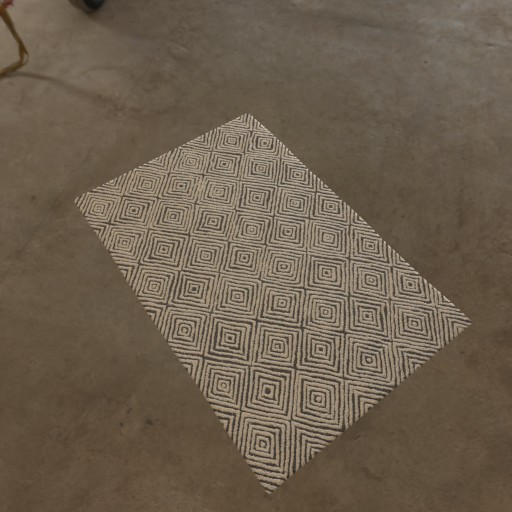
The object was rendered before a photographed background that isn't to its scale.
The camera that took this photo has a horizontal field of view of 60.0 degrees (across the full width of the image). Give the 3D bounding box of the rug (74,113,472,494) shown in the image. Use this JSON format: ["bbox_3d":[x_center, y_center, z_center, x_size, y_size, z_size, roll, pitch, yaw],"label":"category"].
[{"bbox_3d":[0.000,0.000,2.212,1.177,0.004,1.750,-32,64,-18],"label":"rug"}]
